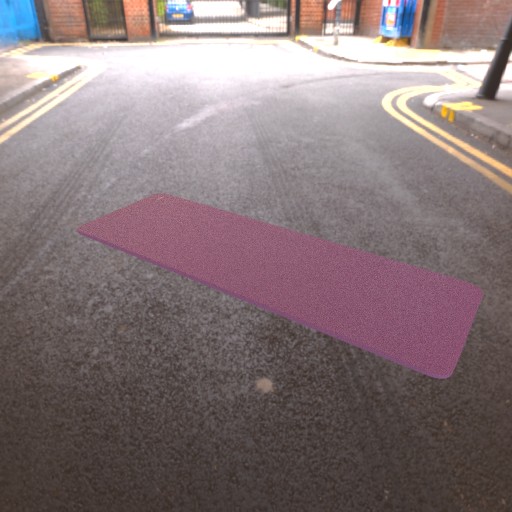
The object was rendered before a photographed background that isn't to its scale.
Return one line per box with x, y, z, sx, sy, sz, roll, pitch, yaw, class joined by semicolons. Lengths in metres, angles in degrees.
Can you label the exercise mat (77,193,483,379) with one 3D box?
0.000;0.000;2.051;1.869;0.021;0.616;19;35;29;exercise mat
